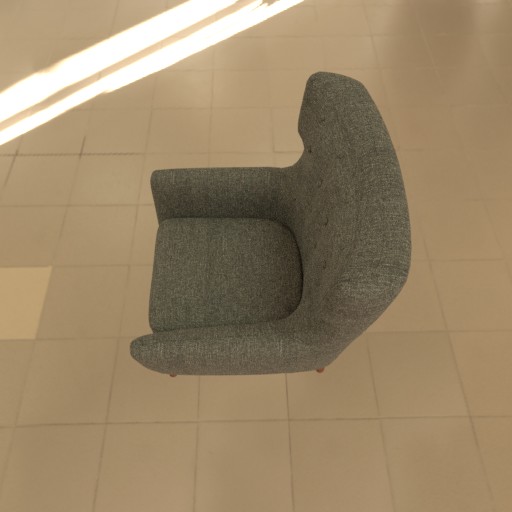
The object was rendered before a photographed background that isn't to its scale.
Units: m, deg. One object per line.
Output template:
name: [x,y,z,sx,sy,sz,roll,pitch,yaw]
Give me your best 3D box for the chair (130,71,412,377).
chair: [0.000,0.000,1.756,0.904,1.063,0.878,-1,59,-1]
